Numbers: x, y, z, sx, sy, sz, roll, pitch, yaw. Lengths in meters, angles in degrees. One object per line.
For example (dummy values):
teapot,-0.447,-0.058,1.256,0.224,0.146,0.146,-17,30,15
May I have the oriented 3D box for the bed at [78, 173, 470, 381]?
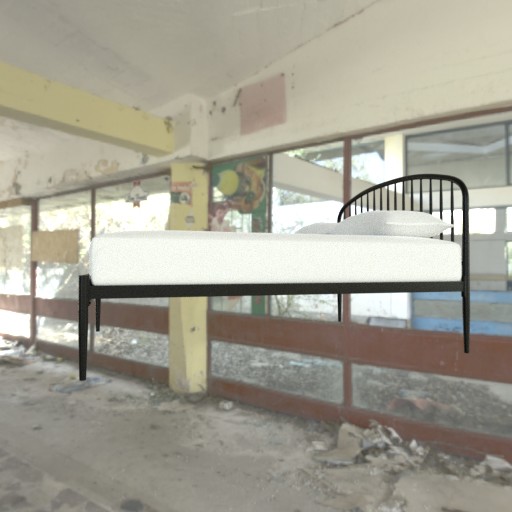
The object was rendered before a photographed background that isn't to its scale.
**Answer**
bed,0.000,0.000,3.066,2.159,1.166,1.618,0,-1,-17
